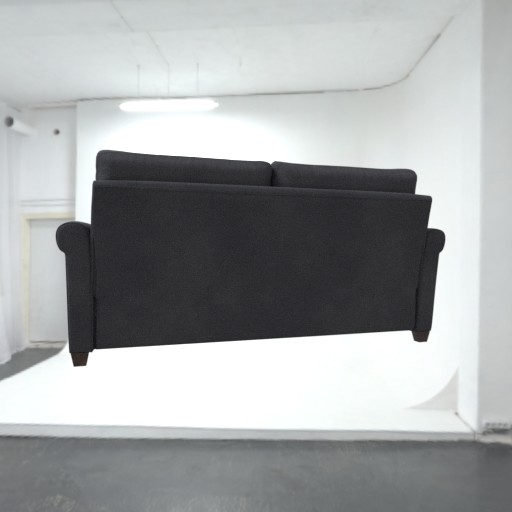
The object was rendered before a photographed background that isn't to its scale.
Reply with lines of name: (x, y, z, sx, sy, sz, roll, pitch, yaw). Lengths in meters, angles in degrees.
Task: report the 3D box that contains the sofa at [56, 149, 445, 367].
sofa: (0.000, 0.000, 2.415, 1.935, 0.942, 0.842, 0, 0, -17)
